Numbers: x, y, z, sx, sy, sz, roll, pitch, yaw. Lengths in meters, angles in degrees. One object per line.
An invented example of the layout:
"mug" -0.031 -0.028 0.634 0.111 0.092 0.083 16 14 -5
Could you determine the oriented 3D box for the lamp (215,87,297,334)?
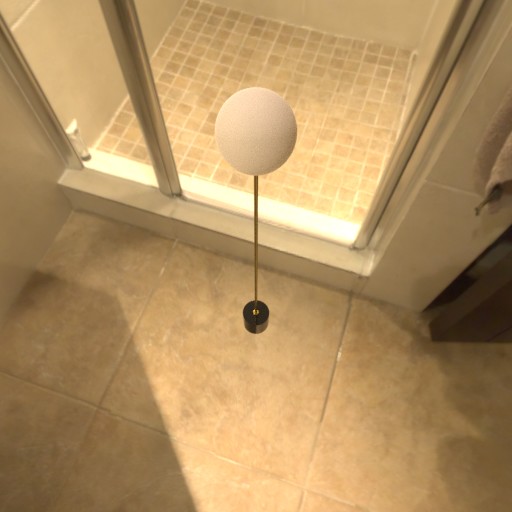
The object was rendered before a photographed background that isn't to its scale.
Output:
"lamp" 0.000 0.000 1.903 0.229 1.748 0.229 -17 64 -8
